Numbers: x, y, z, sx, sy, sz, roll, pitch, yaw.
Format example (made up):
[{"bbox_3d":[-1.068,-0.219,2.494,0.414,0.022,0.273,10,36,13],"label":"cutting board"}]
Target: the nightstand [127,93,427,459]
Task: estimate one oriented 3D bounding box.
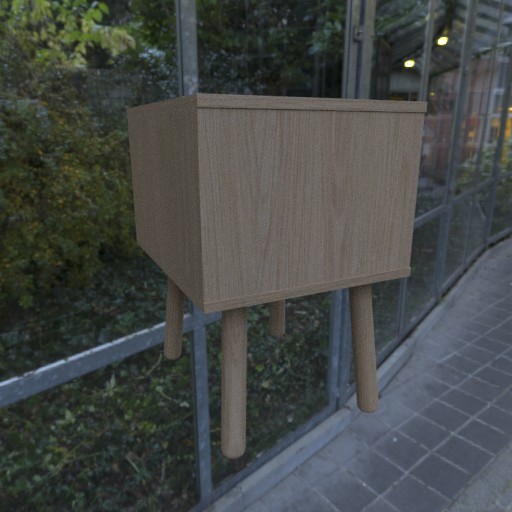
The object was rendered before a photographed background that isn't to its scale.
[{"bbox_3d":[0.000,0.000,0.889,0.380,0.571,0.450,-8,18,-25],"label":"nightstand"}]
